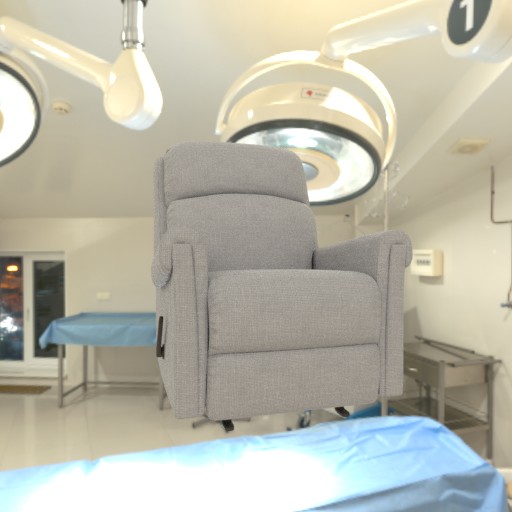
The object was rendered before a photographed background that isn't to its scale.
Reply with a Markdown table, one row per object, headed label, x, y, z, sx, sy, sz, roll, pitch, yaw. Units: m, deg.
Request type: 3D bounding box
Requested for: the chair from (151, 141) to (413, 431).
| label | x | y | z | sx | sy | sz | roll | pitch | yaw |
| --- | --- | --- | --- | --- | --- | --- | --- | --- | --- |
| chair | 0.000 | 0.000 | 1.802 | 0.838 | 1.054 | 1.014 | 0 | 1 | -17 |
